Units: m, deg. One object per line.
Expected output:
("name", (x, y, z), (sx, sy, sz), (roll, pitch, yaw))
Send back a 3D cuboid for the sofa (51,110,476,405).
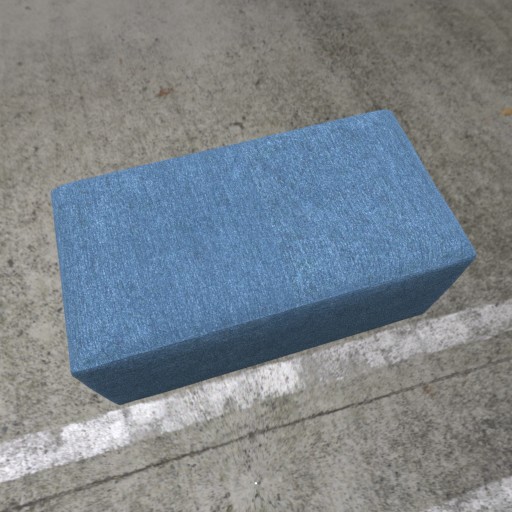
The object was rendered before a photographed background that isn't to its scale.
("sofa", (0.000, 0.000, 1.186), (0.930, 0.470, 0.480), (-15, 64, -8))
